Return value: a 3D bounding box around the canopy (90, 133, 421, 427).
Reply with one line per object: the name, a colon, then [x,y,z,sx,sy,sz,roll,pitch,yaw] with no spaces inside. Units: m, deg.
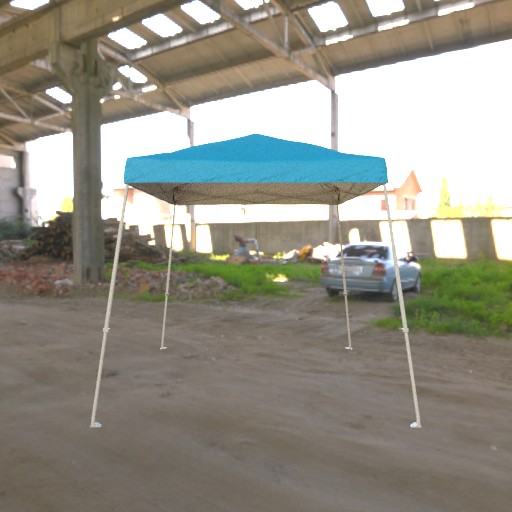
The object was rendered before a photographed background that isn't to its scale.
canopy: [0.000,0.000,6.546,3.599,3.600,3.600,0,2,0]
